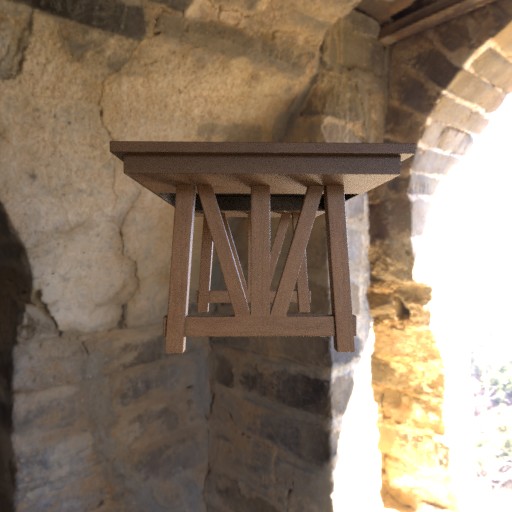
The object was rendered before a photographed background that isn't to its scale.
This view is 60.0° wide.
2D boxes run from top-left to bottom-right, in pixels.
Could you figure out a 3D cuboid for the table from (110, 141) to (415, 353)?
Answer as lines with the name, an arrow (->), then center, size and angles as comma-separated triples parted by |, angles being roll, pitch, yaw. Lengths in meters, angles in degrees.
table -> 0.000, 0.000, 2.414 | 1.016, 0.768, 1.881 | 0, 0, -2
